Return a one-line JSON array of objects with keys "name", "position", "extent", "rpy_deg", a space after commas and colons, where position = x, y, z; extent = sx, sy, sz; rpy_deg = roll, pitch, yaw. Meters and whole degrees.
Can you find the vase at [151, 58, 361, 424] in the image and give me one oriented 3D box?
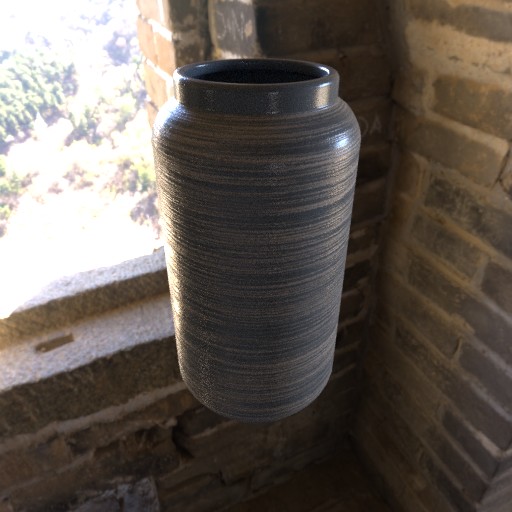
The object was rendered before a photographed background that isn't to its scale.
[{"name": "vase", "position": [0.000, 0.000, 0.293], "extent": [0.116, 0.230, 0.116], "rpy_deg": [0, 32, 0]}]
